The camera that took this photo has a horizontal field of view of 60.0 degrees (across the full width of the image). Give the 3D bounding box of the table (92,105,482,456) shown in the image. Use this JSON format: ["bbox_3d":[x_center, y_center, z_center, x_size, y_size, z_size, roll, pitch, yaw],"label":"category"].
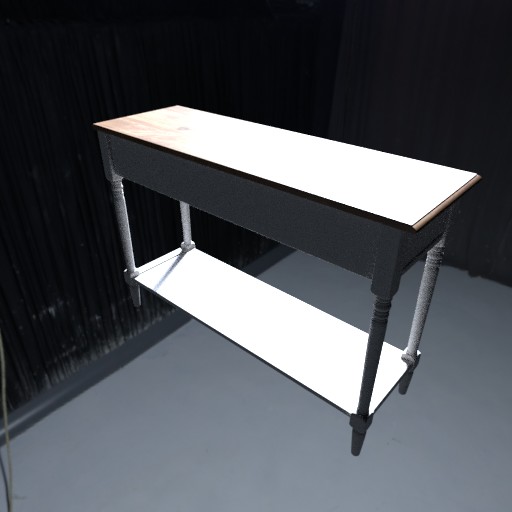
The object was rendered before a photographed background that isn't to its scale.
[{"bbox_3d":[0.000,0.000,1.571,1.219,0.800,0.399,24,39,35],"label":"table"}]
